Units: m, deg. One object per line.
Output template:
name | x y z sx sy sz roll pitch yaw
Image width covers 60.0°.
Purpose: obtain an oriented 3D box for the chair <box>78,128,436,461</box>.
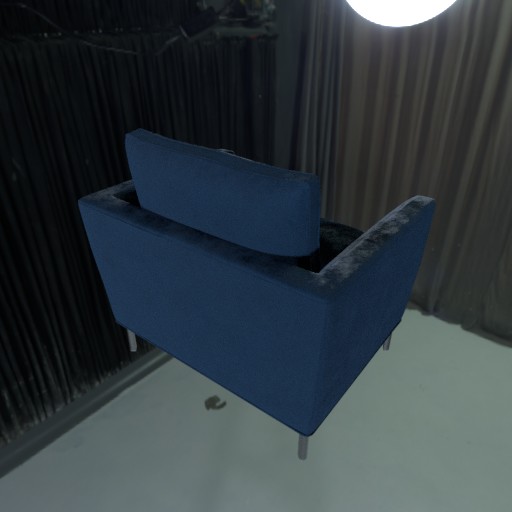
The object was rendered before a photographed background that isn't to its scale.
chair | 0.000 0.000 1.598 0.977 0.893 0.746 21 36 32
